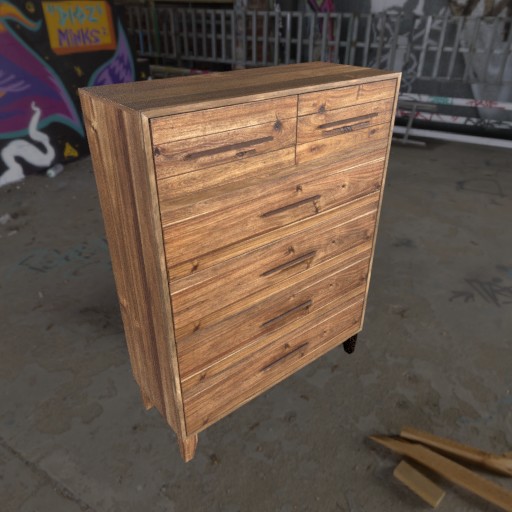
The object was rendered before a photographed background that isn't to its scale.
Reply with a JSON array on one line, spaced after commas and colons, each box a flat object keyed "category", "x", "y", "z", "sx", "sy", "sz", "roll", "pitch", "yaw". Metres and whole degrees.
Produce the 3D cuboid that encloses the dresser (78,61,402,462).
[{"category": "dresser", "x": 0.000, "y": 0.000, "z": 1.862, "sx": 1.062, "sy": 1.393, "sz": 0.442, "roll": -22, "pitch": 37, "yaw": -33}]
